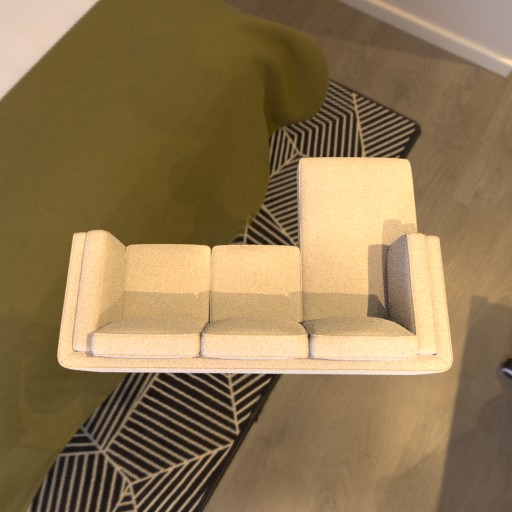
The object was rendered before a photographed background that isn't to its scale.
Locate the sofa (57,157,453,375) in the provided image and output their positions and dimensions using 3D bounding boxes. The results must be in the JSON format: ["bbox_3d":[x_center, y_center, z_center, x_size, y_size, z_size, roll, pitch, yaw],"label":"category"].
[{"bbox_3d":[0.000,0.000,3.146,2.411,0.929,1.604,1,73,0],"label":"sofa"}]
